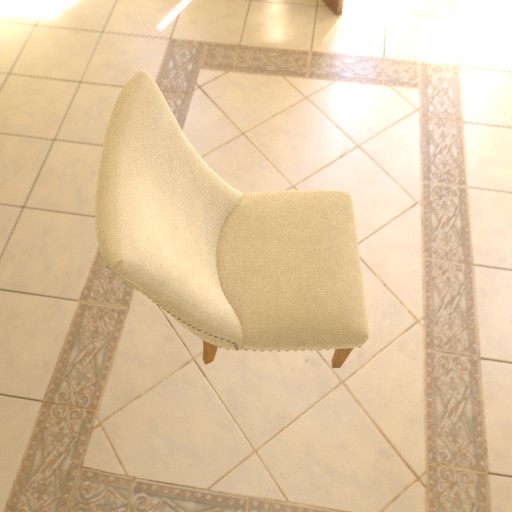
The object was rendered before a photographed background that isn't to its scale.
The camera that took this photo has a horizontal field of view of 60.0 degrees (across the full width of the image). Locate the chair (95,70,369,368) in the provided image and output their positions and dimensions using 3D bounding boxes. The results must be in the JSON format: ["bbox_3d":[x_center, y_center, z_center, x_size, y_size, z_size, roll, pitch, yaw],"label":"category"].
[{"bbox_3d":[0.000,0.000,1.251,0.610,0.902,0.495,-1,64,0],"label":"chair"}]
